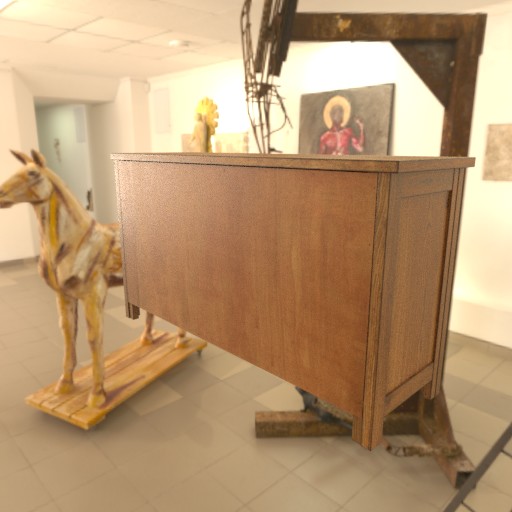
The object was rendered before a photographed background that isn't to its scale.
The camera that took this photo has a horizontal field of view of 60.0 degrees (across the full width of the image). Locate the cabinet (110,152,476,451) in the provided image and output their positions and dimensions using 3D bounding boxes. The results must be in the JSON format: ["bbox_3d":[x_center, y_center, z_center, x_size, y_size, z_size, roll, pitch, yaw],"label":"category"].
[{"bbox_3d":[0.000,0.000,1.825,0.480,0.813,1.474,-13,19,-42],"label":"cabinet"}]
